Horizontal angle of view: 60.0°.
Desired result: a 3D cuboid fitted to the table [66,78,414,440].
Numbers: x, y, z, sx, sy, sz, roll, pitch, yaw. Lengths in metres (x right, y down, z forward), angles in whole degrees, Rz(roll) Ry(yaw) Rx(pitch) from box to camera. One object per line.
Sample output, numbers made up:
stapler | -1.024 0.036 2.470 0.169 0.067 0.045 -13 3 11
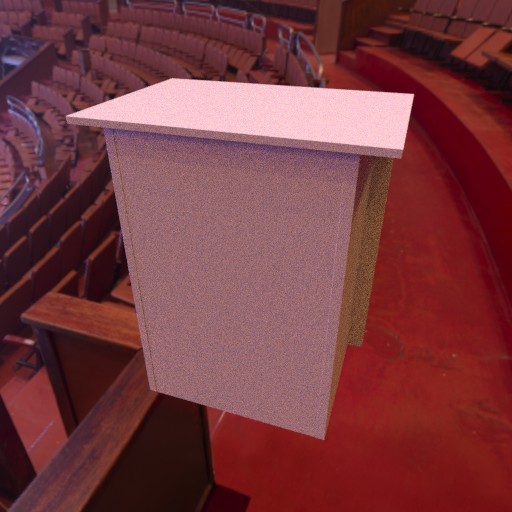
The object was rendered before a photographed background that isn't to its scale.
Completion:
table | 0.000 0.000 1.070 0.589 0.711 0.406 10 33 16
